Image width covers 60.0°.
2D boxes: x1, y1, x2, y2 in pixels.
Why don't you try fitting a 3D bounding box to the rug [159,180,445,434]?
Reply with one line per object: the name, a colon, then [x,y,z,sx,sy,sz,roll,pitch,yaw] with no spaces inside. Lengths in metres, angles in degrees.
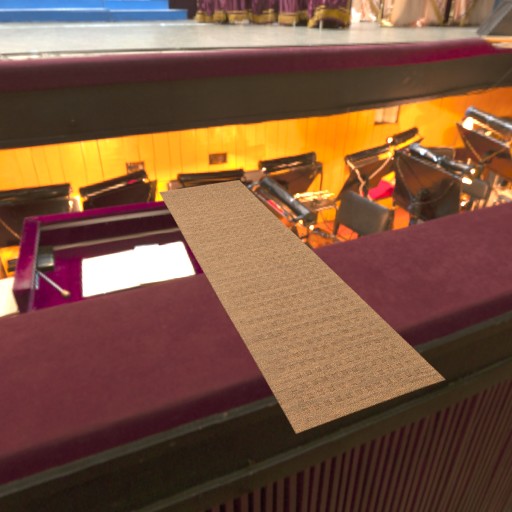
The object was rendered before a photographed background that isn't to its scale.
rug: [0.000,0.000,2.682,0.688,0.005,2.437,-12,33,-19]
